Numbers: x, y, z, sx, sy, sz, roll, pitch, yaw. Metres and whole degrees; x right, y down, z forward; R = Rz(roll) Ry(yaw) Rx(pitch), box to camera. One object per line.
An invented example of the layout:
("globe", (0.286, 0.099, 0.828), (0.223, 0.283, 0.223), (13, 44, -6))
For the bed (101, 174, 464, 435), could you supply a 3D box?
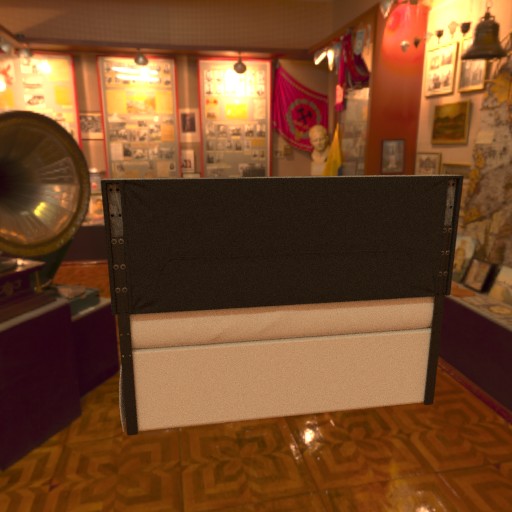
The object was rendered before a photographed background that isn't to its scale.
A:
("bed", (0.000, 0.000, 2.953), (1.621, 1.168, 1.958), (-2, 14, -9))
